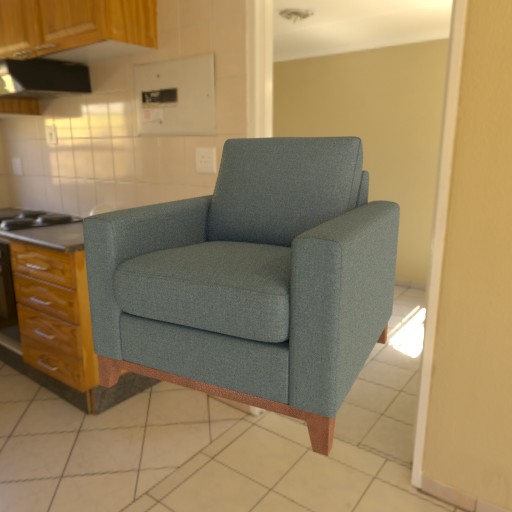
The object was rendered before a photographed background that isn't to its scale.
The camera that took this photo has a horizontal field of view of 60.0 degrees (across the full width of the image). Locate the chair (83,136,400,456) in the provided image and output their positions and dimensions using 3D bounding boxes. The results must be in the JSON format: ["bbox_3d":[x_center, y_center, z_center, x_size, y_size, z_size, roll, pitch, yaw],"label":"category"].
[{"bbox_3d":[0.000,0.000,1.921,1.024,1.010,1.038,7,15,26],"label":"chair"}]
